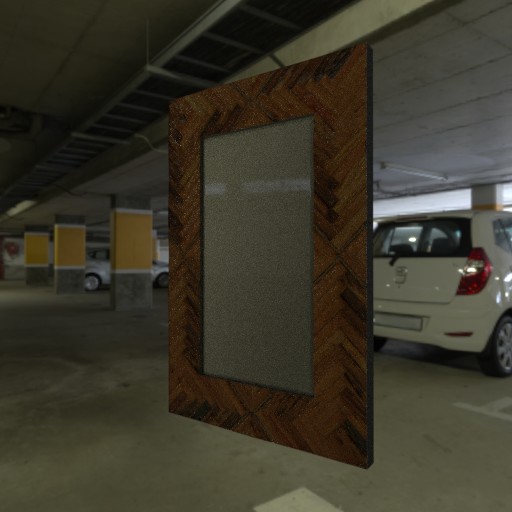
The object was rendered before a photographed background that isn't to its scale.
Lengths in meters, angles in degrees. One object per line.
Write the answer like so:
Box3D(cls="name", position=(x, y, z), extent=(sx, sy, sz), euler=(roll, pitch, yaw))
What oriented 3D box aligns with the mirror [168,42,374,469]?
Box3D(cls="mirror", position=(0.000, 0.000, 1.136), extent=(0.606, 0.912, 0.044), euler=(0, -1, 36))
